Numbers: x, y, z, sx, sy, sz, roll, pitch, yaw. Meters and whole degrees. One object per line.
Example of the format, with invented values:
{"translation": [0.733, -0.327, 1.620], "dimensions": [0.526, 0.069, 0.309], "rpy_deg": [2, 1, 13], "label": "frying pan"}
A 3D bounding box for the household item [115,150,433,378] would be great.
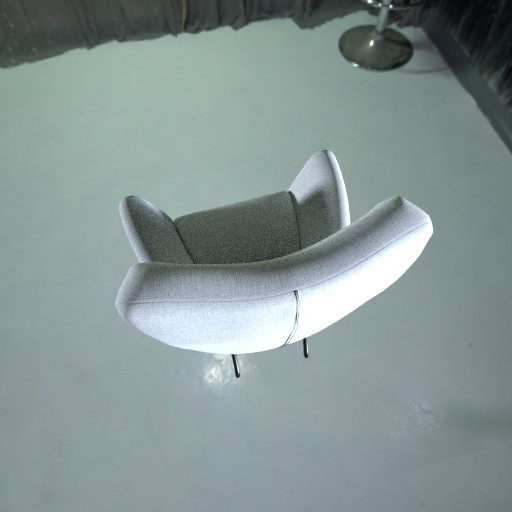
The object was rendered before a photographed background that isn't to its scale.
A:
{"translation": [0.000, 0.000, 1.796], "dimensions": [0.980, 1.050, 0.900], "rpy_deg": [-15, 61, -9], "label": "household item"}
